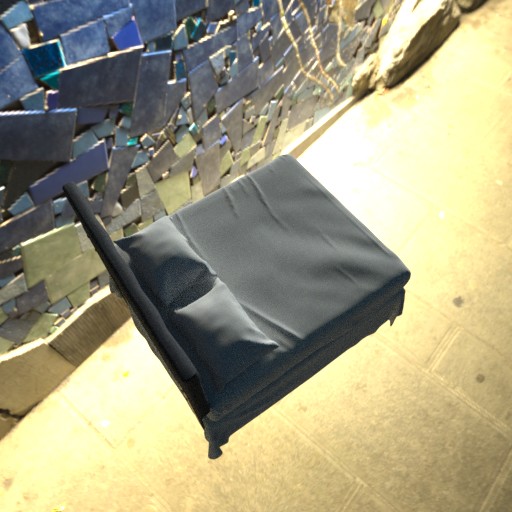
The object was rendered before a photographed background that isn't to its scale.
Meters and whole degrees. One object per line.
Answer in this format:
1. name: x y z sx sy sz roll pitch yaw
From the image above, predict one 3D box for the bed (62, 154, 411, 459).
1. bed: 0.000 0.000 3.580 2.222 1.577 1.936 -31 63 -18
